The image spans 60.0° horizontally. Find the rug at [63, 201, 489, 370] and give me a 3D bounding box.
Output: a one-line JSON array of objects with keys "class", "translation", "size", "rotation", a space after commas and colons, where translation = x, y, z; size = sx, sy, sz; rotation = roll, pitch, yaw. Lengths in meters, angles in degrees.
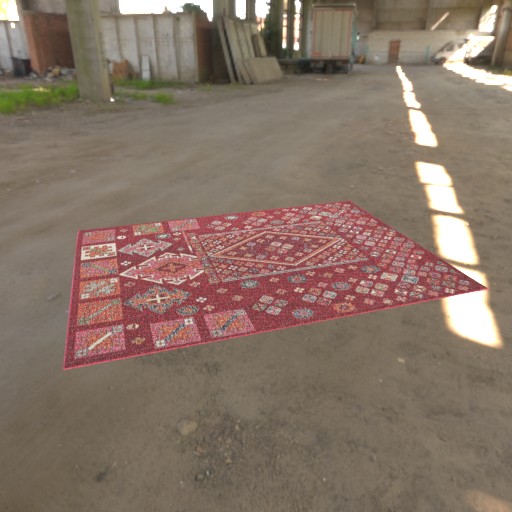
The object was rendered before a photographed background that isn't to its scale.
[{"class": "rug", "translation": [0.000, 0.000, 4.254], "size": [3.306, 0.011, 2.389], "rotation": [-8, 27, -16]}]
